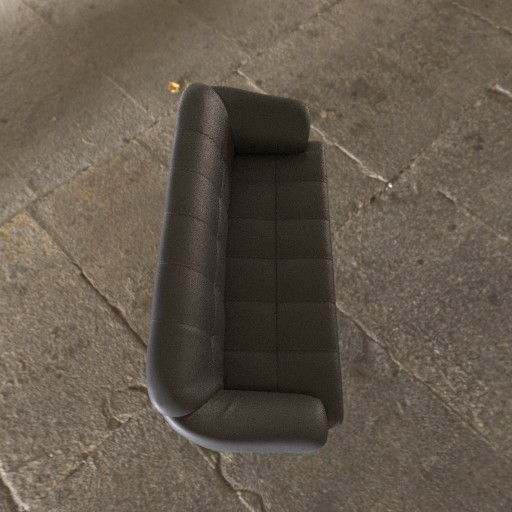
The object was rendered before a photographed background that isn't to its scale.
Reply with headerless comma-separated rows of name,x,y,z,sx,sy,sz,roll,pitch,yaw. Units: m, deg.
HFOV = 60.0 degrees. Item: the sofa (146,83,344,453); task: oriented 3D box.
sofa,0.000,0.000,2.235,0.800,0.811,1.829,1,63,0
